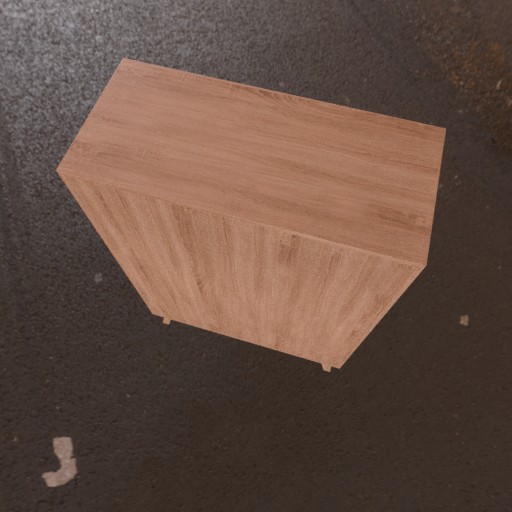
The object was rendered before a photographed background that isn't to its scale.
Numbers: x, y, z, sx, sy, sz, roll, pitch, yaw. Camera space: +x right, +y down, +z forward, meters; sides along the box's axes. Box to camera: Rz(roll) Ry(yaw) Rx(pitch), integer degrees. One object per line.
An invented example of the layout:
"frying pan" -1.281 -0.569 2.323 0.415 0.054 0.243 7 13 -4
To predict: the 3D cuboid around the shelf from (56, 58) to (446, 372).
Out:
"shelf" 0.000 0.000 1.861 1.000 1.390 0.450 15 65 7
